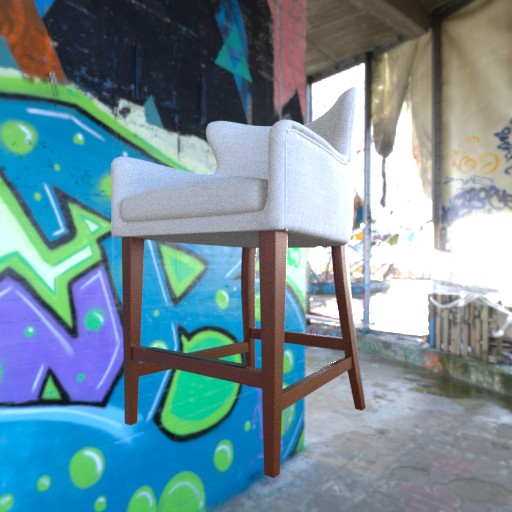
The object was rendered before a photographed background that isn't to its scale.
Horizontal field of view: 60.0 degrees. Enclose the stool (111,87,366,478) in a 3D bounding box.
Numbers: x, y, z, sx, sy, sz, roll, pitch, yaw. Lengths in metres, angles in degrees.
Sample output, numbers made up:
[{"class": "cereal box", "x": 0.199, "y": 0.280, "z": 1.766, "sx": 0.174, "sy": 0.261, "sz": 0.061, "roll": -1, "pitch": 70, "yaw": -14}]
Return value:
[{"class": "stool", "x": 0.000, "y": 0.000, "z": 1.363, "sx": 0.615, "sy": 0.987, "sz": 0.637, "roll": 0, "pitch": 0, "yaw": 37}]
